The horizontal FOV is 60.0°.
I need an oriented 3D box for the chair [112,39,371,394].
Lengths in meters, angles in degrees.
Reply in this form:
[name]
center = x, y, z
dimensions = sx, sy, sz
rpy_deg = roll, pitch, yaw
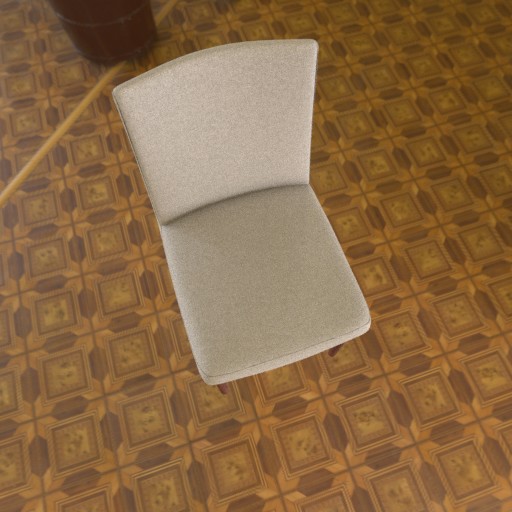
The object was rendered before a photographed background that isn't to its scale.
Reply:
[chair]
center = 0.000, 0.000, 1.163
dimensions = 0.456, 0.859, 0.570
rpy_deg = -17, 67, -8
